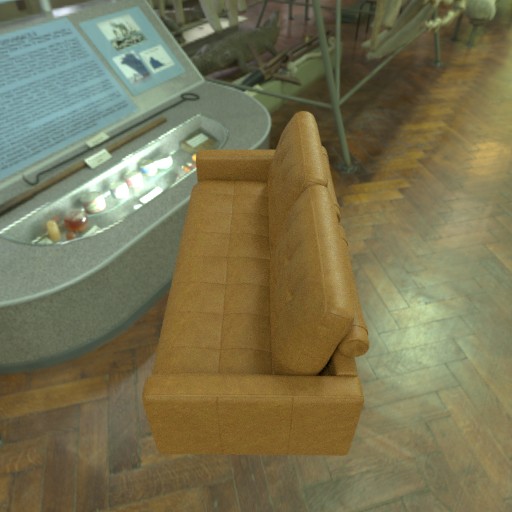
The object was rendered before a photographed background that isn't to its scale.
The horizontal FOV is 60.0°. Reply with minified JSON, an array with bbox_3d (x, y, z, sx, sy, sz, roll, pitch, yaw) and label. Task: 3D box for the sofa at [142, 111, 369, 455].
[{"bbox_3d":[0.000,0.000,2.284,0.850,0.898,1.821,0,41,0],"label":"sofa"}]
